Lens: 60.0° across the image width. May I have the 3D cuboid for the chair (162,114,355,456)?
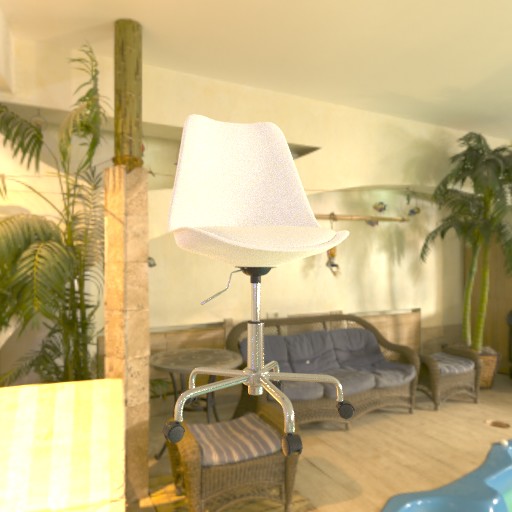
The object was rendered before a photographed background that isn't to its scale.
[{"bbox_3d":[0.000,0.000,1.271,0.550,0.930,0.550,0,-1,-19],"label":"chair"}]
